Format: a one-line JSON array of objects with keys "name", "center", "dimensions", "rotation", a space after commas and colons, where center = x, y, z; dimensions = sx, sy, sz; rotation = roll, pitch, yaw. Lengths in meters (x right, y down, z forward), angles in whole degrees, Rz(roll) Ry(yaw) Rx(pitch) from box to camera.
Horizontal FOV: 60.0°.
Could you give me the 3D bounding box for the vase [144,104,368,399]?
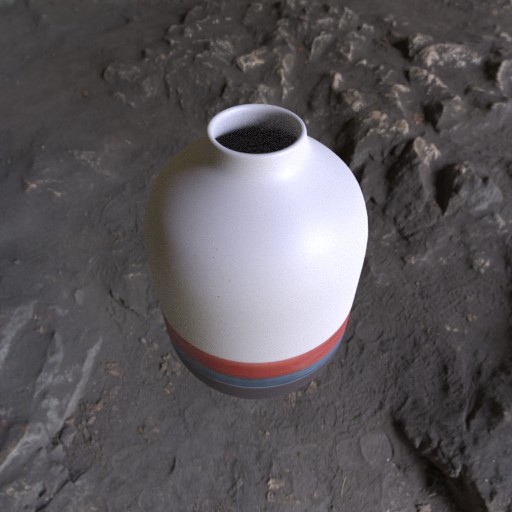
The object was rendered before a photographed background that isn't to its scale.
[{"name": "vase", "center": [0.000, 0.000, 0.366], "dimensions": [0.169, 0.237, 0.169], "rotation": [0, 47, 0]}]
